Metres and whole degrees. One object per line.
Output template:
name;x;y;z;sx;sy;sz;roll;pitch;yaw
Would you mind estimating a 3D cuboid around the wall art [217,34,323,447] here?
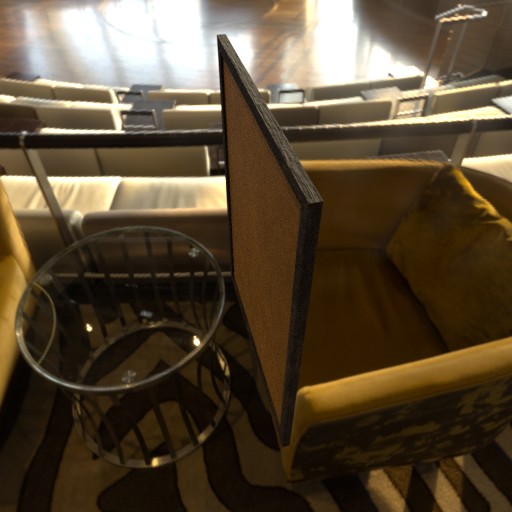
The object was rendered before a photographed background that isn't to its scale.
wall art;0.000;0.000;1.414;0.029;1.066;0.812;-11;47;-10
